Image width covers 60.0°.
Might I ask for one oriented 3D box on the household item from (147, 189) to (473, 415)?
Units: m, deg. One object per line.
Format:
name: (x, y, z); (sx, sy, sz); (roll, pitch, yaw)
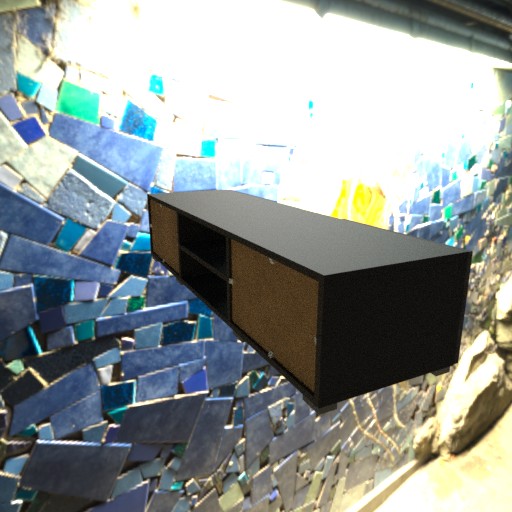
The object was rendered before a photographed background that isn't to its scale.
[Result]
household item: (0.000, 0.000, 1.578); (0.420, 0.310, 1.400); (-8, 17, -26)
